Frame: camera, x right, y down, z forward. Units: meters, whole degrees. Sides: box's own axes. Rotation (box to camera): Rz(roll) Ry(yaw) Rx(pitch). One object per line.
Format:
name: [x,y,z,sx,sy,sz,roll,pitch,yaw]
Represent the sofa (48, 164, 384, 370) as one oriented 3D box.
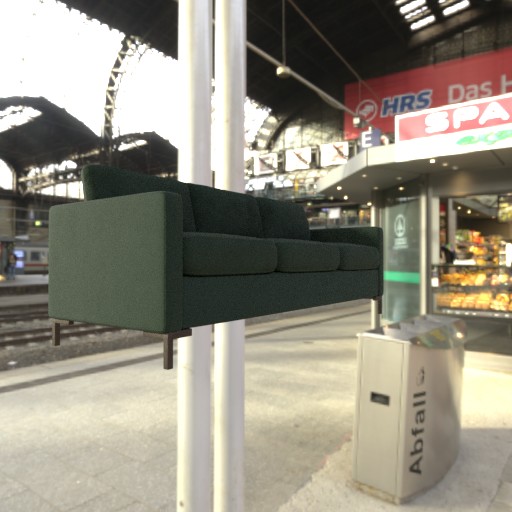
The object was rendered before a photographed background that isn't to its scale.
sofa: [0.000,0.000,2.755,0.859,0.870,2.218,0,-1,36]
